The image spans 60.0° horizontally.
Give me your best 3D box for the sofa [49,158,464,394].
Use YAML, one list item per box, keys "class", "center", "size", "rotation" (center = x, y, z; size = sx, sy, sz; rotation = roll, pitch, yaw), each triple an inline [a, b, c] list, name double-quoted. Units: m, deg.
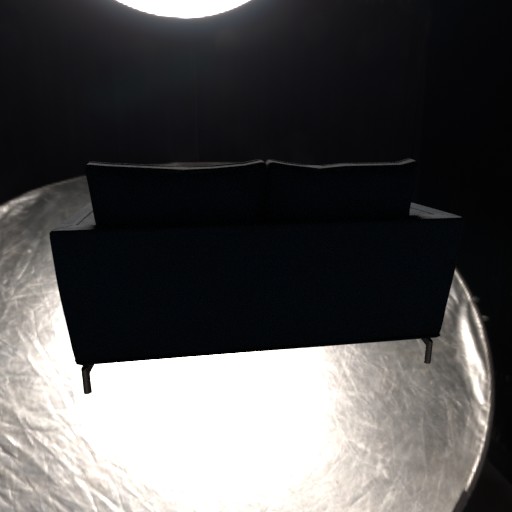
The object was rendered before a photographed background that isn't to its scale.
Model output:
- class: "sofa"
  center: [0.000, 0.000, 2.304]
  size: [1.770, 1.002, 0.853]
  rotation: [-2, 15, -9]
